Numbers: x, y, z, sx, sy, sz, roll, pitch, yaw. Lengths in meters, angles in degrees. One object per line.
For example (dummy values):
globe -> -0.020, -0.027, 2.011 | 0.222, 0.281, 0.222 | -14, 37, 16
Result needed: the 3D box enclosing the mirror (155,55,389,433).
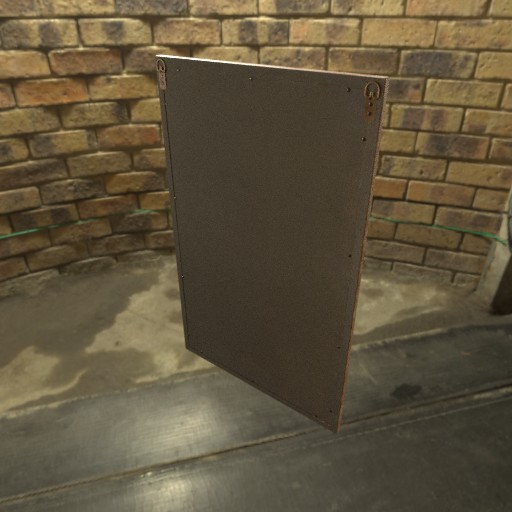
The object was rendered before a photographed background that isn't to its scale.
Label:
mirror -> 0.000, 0.000, 0.984 | 0.495, 0.787, 0.058 | 21, 36, 31
